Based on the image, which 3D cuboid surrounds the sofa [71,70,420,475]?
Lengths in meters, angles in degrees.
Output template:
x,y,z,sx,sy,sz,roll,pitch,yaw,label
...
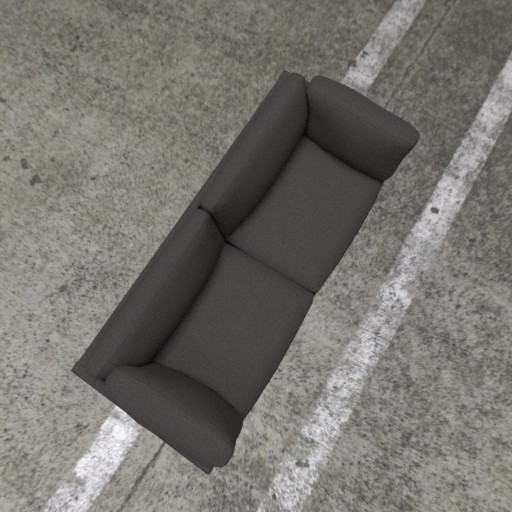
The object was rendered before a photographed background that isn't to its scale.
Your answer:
x,y,z,sx,sy,sz,roll,pitch,yaw,label
0.000,0.000,2.760,0.969,0.792,2.312,31,77,8,sofa
